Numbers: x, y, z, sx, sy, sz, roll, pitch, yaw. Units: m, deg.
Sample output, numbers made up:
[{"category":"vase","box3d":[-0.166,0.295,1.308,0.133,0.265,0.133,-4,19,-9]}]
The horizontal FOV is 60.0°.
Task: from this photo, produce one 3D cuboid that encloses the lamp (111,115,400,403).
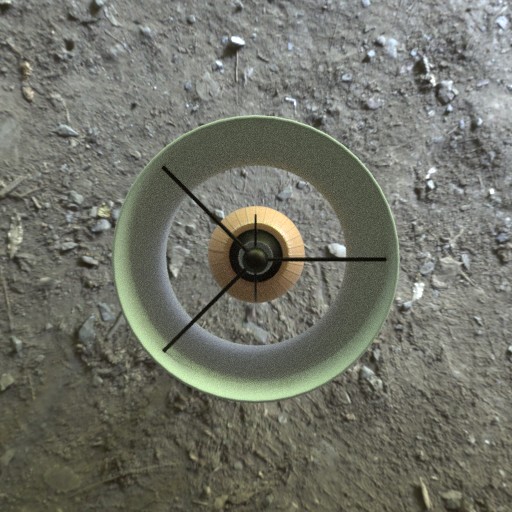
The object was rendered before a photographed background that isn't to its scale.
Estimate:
[{"category":"lamp","box3d":[0.000,0.000,0.774,0.329,0.570,0.329,0,91,0]}]
